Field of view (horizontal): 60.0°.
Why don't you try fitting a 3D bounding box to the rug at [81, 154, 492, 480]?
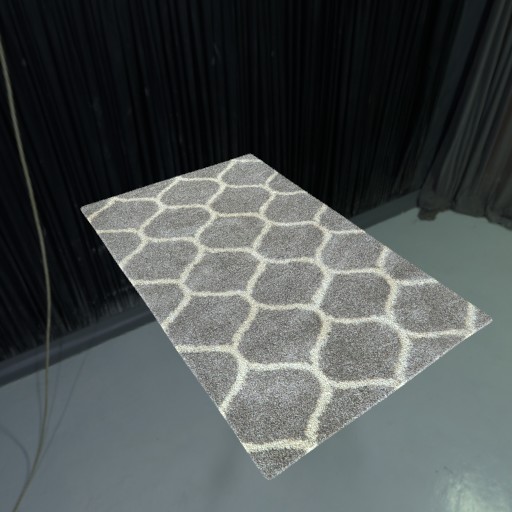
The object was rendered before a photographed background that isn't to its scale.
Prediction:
[{"bbox_3d":[0.000,0.000,2.811,1.501,0.025,2.348,-24,45,-26],"label":"rug"}]
